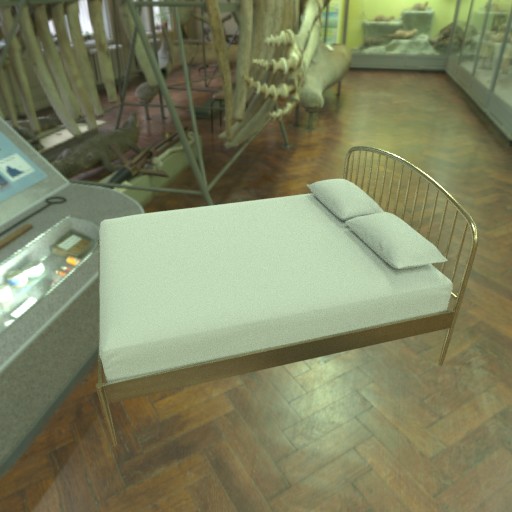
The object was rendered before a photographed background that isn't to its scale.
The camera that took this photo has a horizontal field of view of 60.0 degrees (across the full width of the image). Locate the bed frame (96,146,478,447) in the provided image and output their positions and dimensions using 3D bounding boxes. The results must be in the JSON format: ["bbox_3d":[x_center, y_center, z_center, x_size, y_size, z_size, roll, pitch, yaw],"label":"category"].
[{"bbox_3d":[0.000,0.000,3.071,2.152,1.175,1.612,-9,32,-14],"label":"bed frame"}]
